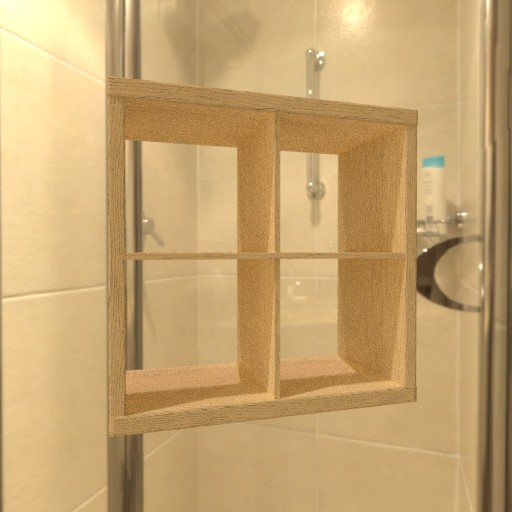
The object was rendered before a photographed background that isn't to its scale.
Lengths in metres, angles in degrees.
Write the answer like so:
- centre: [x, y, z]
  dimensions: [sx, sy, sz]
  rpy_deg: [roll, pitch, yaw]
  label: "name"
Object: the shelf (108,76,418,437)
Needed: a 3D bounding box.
- centre: [0.000, 0.000, 1.266]
  dimensions: [0.790, 0.786, 0.390]
  rpy_deg: [0, 1, -17]
  label: "shelf"
